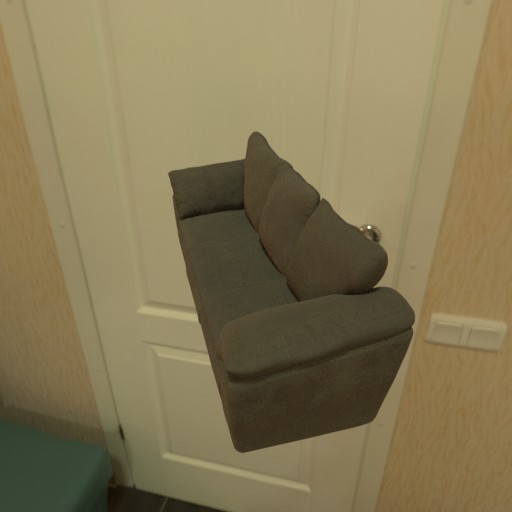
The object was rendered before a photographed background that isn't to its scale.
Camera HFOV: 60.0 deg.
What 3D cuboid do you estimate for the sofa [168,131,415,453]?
[{"bbox_3d":[0.000,0.000,2.901,0.878,1.073,2.336,-8,31,-13],"label":"sofa"}]
